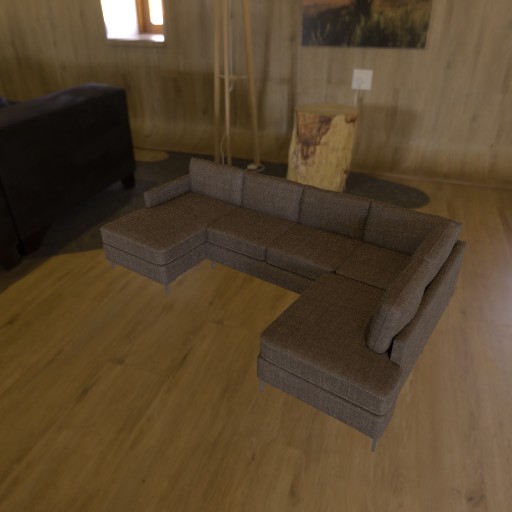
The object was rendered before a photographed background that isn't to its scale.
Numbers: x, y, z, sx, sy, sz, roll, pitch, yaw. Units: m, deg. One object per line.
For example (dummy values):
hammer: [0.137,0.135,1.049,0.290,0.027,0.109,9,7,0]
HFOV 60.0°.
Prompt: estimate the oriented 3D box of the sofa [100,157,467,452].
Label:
sofa: [0.000,0.000,4.311,3.423,0.999,2.048,20,36,30]
